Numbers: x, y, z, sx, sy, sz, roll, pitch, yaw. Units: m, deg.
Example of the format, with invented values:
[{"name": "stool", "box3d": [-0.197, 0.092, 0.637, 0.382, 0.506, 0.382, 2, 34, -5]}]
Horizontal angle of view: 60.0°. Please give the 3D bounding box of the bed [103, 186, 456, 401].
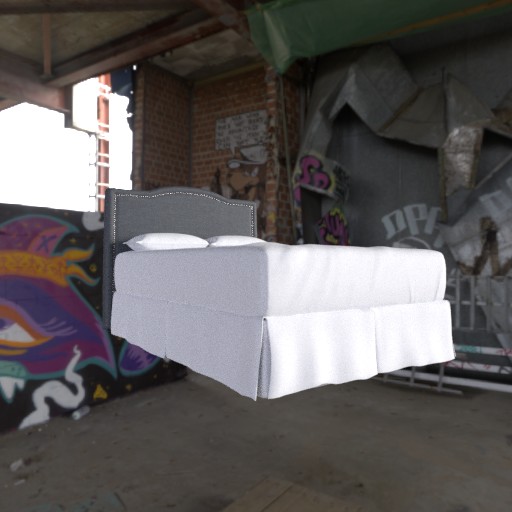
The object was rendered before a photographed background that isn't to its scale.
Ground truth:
[{"name": "bed", "box3d": [0.000, 0.000, 3.599, 1.747, 1.441, 2.507, 0, -1, -35]}]
